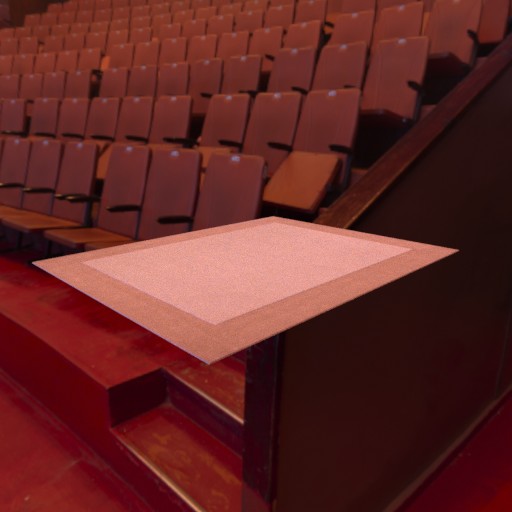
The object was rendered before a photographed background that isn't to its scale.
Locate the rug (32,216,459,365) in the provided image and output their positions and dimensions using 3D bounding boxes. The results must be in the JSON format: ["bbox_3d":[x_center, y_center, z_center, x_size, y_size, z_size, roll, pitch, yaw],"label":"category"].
[{"bbox_3d":[0.000,0.000,4.035,3.048,0.014,2.438,-15,22,-43],"label":"rug"}]
